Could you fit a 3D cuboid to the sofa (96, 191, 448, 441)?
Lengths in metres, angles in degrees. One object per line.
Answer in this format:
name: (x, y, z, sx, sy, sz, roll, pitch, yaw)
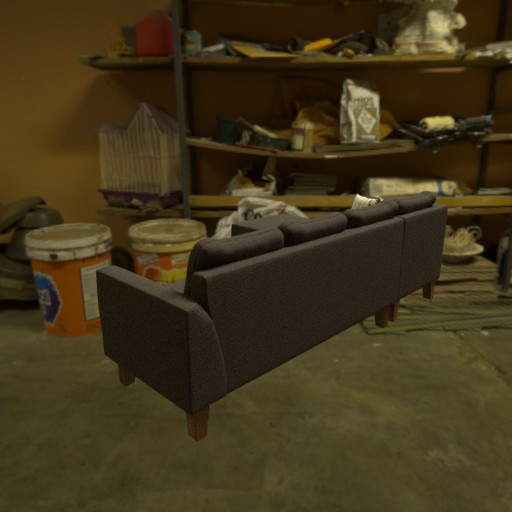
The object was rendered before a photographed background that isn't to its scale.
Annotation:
sofa: (0.000, 0.000, 3.406, 1.829, 0.932, 2.679, 15, 22, 42)
